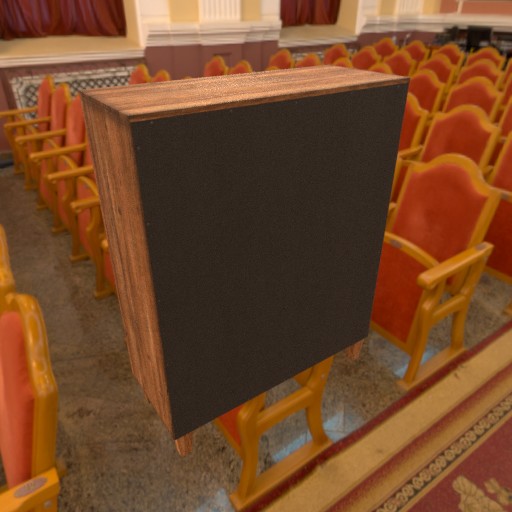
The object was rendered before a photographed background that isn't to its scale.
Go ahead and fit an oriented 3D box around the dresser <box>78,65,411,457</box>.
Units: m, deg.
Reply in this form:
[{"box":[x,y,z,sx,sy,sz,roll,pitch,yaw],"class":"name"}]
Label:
[{"box":[0.000,0.000,1.848,1.067,1.359,0.438,-19,35,-29],"class":"dresser"}]
